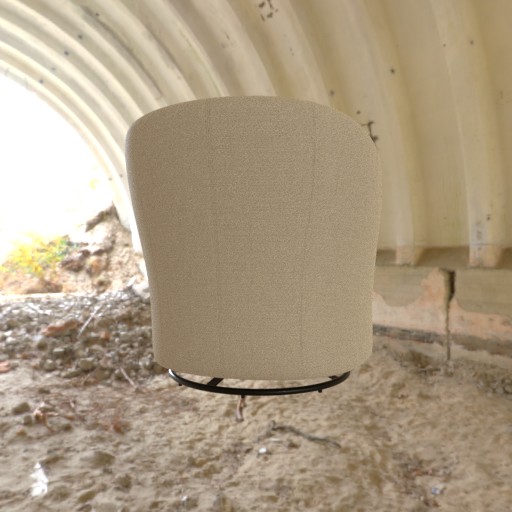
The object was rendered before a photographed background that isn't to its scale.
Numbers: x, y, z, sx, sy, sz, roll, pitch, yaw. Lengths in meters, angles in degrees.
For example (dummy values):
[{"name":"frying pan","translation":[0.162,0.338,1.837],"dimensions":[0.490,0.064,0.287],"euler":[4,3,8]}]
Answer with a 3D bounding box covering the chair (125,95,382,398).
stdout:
[{"name":"chair","translation":[0.000,0.000,1.447],"dimensions":[0.791,0.771,0.815],"euler":[0,-1,17]}]
